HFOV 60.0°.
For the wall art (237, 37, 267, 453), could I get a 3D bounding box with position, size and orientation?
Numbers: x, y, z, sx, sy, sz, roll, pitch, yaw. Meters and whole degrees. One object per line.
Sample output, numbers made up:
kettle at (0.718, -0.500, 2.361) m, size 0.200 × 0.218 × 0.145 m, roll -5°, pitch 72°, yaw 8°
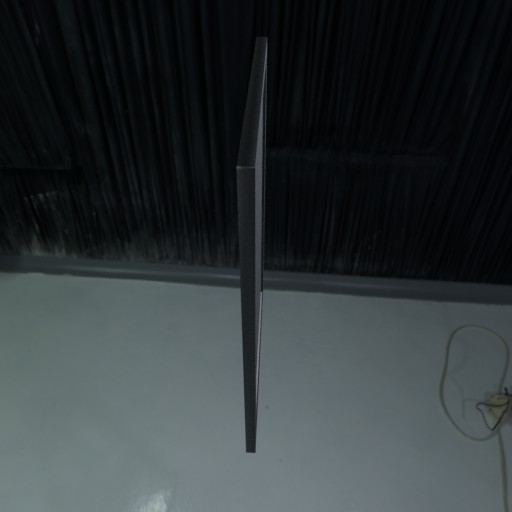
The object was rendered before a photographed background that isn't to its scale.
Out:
wall art at (0.000, 0.000, 0.559) m, size 0.013 × 0.431 × 0.303 m, roll 2°, pitch 42°, yaw 2°
